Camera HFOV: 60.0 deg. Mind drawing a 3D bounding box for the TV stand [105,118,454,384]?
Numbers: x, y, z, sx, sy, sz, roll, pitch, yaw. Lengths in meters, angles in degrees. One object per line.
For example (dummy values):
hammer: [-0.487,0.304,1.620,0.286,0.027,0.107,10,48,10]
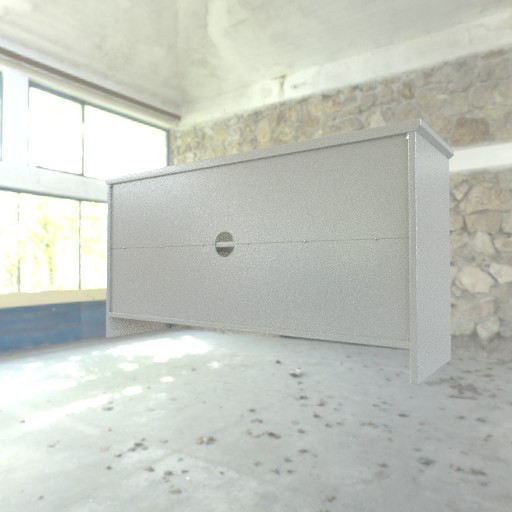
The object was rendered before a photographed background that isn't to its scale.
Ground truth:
TV stand: [0.000,0.000,1.479,1.167,0.603,0.344,-1,-2,36]
